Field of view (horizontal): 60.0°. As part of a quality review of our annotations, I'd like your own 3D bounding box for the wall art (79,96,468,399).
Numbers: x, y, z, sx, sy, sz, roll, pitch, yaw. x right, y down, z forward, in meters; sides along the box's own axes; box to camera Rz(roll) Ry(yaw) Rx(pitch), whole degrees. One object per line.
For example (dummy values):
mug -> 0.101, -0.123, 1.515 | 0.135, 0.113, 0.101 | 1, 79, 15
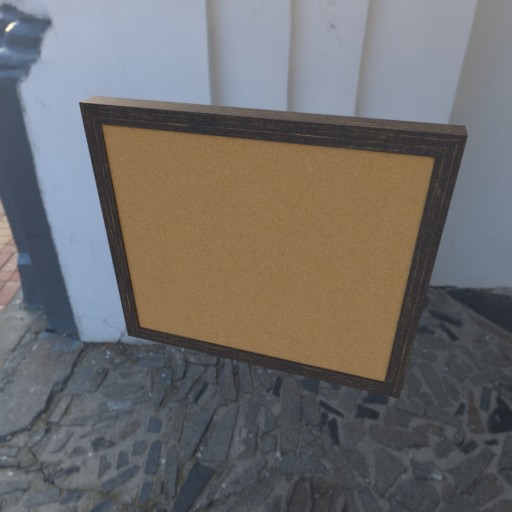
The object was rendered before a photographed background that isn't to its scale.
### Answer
wall art -> 0.000, 0.000, 0.520 | 0.381, 0.330, 0.031 | 9, 34, 14
